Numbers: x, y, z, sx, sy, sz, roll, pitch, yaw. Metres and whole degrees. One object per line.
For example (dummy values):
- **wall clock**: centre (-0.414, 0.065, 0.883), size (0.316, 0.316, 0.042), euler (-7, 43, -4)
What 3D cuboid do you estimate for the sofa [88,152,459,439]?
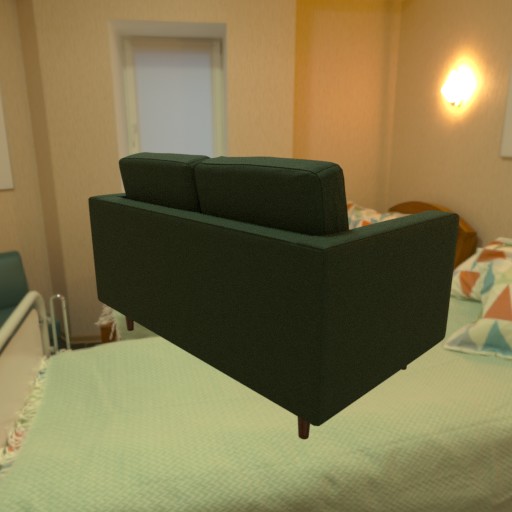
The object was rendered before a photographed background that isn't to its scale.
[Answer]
- **sofa**: centre (0.000, 0.000, 1.984), size (0.879, 0.899, 1.430), euler (-14, 20, -42)
